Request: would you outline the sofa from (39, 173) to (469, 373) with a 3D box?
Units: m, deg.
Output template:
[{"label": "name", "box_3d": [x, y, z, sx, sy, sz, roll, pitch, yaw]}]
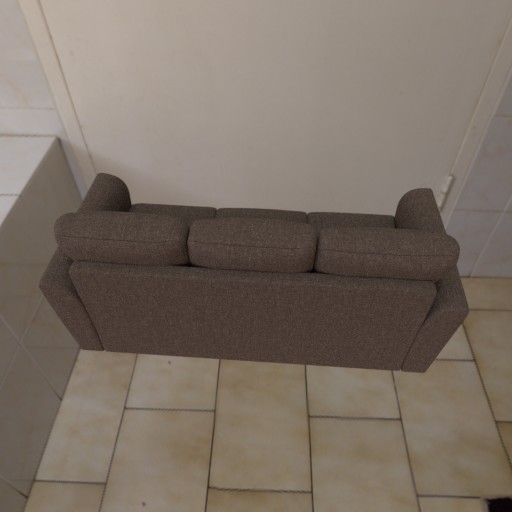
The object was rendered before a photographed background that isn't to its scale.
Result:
[{"label": "sofa", "box_3d": [0.000, 0.000, 2.289, 1.847, 0.891, 0.837, 3, 47, 3]}]
